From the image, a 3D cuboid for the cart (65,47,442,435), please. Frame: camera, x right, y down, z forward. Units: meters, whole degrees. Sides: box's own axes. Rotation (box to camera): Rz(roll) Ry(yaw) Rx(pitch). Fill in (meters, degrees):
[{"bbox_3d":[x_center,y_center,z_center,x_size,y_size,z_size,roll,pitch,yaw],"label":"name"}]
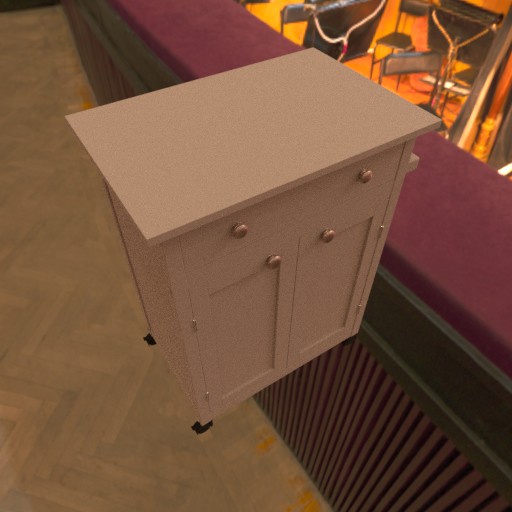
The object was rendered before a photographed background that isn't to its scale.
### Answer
[{"bbox_3d":[0.000,0.000,1.254,0.683,0.864,0.442,-25,52,-22],"label":"cart"}]
